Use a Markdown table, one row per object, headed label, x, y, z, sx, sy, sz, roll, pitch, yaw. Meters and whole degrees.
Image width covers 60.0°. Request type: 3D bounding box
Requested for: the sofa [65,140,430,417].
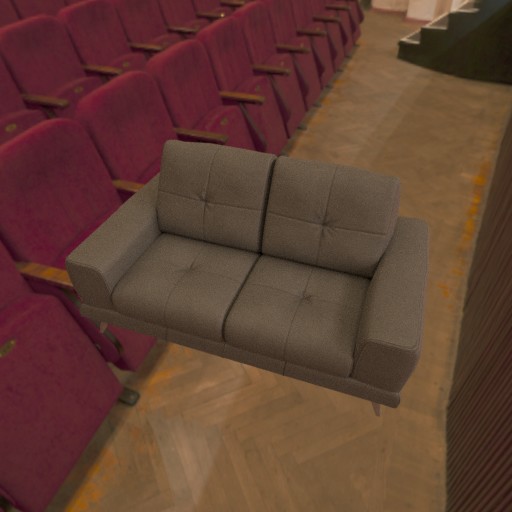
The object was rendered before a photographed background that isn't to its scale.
| label | x | y | z | sx | sy | sz | roll | pitch | yaw |
| --- | --- | --- | --- | --- | --- | --- | --- | --- | --- |
| sofa | 0.000 | 0.000 | 2.453 | 1.806 | 0.907 | 1.018 | 13 | 41 | 15 |
